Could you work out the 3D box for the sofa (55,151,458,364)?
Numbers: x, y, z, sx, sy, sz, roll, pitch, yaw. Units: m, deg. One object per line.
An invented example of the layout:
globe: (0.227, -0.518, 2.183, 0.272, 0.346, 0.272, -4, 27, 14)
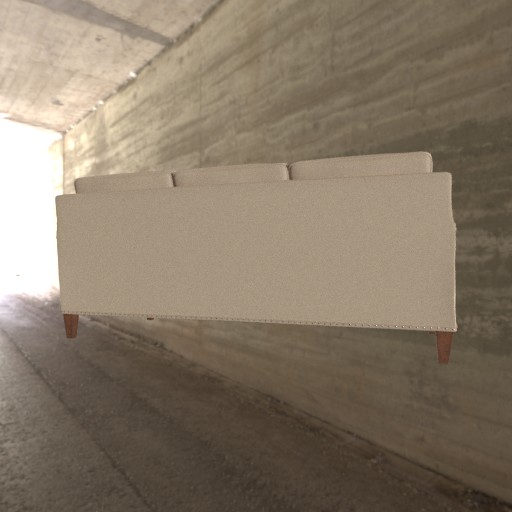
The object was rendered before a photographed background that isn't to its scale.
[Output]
sofa: (0.000, 0.000, 2.769, 2.246, 1.003, 1.084, 0, -1, 19)
